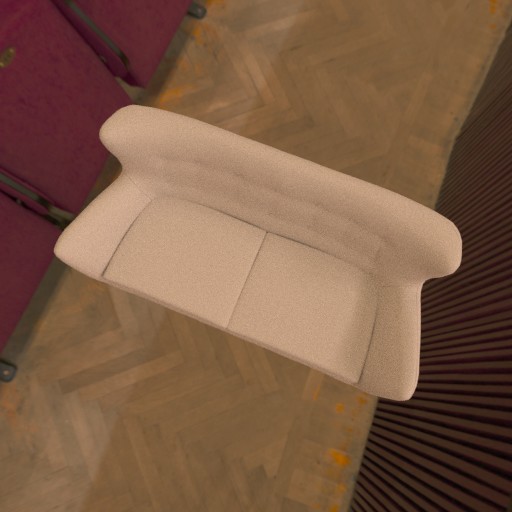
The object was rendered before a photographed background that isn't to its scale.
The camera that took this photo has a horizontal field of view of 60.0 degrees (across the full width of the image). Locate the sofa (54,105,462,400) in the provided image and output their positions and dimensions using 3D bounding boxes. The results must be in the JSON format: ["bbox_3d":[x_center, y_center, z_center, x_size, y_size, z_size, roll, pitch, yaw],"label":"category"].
[{"bbox_3d":[0.000,0.000,2.441,1.930,0.890,0.899,22,75,6],"label":"sofa"}]
